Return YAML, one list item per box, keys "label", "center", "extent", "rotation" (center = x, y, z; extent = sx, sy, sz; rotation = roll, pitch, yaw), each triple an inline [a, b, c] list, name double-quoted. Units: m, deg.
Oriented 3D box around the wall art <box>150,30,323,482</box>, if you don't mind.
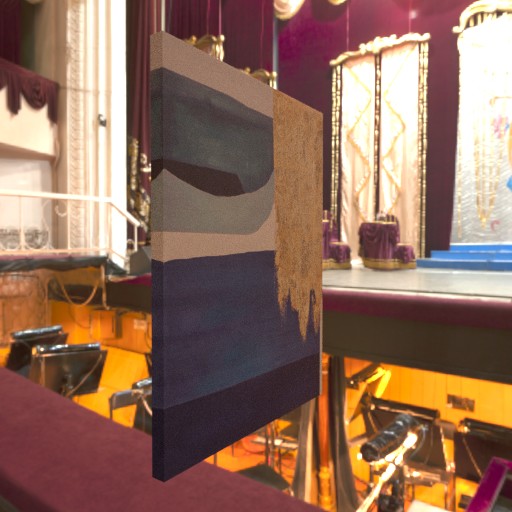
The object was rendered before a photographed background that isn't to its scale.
- label: "wall art"
  center: [0.000, 0.000, 0.793]
  extent: [0.026, 0.613, 0.458]
  rotation: [1, 1, 36]
